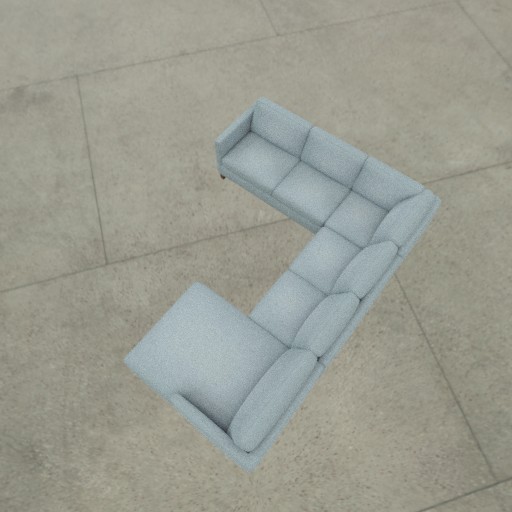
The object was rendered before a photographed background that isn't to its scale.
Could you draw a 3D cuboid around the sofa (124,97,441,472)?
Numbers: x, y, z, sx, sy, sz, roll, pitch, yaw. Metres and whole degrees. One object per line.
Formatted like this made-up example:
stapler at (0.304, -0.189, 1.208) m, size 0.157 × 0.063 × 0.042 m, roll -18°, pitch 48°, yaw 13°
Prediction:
sofa at (0.000, 0.000, 4.764) m, size 2.551 × 0.889 × 3.403 m, roll 35°, pitch 68°, yaw 17°
